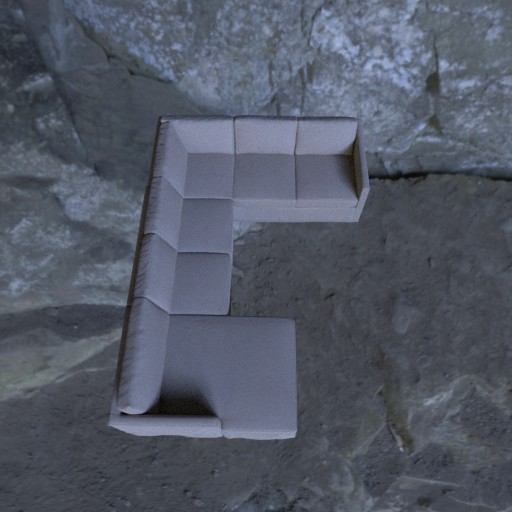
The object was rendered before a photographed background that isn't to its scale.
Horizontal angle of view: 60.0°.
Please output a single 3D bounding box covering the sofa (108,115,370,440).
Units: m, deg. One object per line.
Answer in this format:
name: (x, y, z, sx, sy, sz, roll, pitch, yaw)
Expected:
sofa: (0.000, 0.000, 4.689, 2.476, 0.878, 3.528, 1, 63, 1)
